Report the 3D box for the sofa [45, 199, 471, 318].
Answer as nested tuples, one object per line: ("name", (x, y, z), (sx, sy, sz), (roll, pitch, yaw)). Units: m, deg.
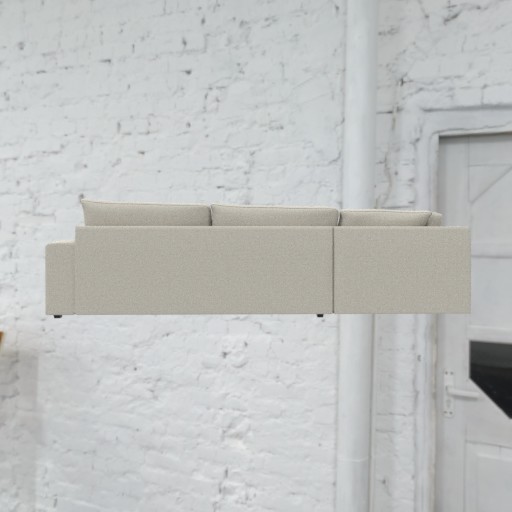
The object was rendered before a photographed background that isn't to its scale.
("sofa", (0.000, 0.000, 4.854), (3.206, 0.918, 3.066), (0, 0, -1))
